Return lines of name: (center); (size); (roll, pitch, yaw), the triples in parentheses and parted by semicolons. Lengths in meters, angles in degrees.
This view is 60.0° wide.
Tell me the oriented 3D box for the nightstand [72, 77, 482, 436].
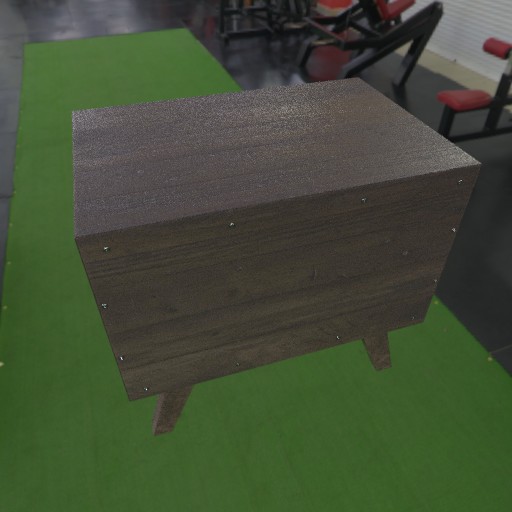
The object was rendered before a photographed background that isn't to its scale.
nightstand: (0.000, 0.000, 1.019); (0.650, 0.599, 0.450); (-12, 42, -13)
